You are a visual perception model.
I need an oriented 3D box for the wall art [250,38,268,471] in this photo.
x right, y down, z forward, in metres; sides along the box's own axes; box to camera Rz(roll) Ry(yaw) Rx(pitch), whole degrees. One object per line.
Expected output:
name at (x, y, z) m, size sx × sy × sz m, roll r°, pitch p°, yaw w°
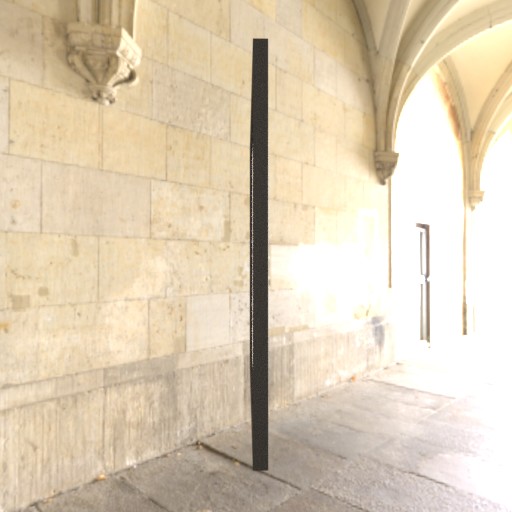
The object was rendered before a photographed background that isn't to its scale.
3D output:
wall art at (0.000, 0.000, 0.542) m, size 0.013 × 0.356 × 0.356 m, roll 0°, pitch -1°, yaw -1°
